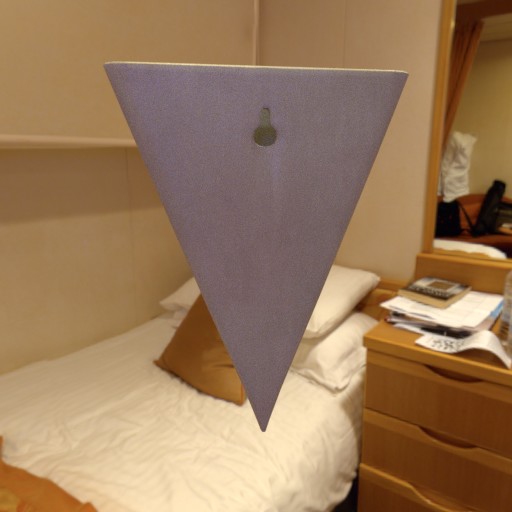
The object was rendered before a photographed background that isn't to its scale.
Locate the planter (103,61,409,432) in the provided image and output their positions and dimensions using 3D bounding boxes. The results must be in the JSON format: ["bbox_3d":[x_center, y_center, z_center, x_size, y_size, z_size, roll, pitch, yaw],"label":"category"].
[{"bbox_3d":[0.000,0.000,0.259,0.150,0.197,0.060,-2,13,-9],"label":"planter"}]
